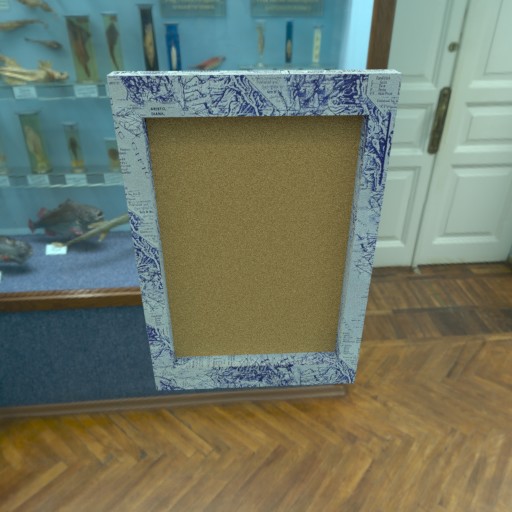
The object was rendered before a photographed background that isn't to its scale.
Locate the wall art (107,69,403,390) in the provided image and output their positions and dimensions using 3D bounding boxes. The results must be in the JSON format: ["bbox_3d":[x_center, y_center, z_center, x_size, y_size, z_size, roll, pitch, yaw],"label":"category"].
[{"bbox_3d":[0.000,0.000,0.486,0.255,0.376,0.025,-1,30,-2],"label":"wall art"}]
